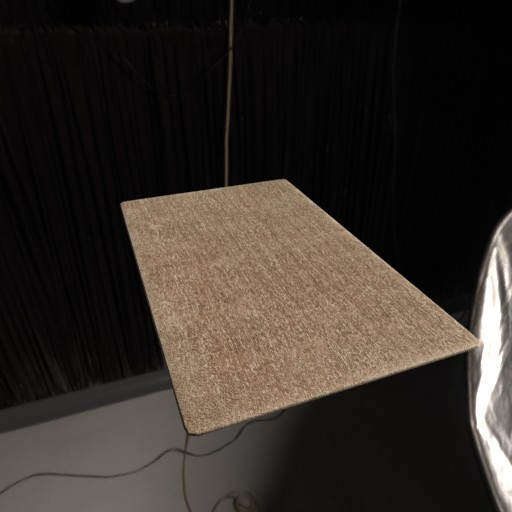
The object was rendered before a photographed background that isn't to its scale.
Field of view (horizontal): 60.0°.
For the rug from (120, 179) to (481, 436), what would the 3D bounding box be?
[{"bbox_3d":[0.000,0.000,3.004,1.539,0.024,2.469,-11,33,-18],"label":"rug"}]
